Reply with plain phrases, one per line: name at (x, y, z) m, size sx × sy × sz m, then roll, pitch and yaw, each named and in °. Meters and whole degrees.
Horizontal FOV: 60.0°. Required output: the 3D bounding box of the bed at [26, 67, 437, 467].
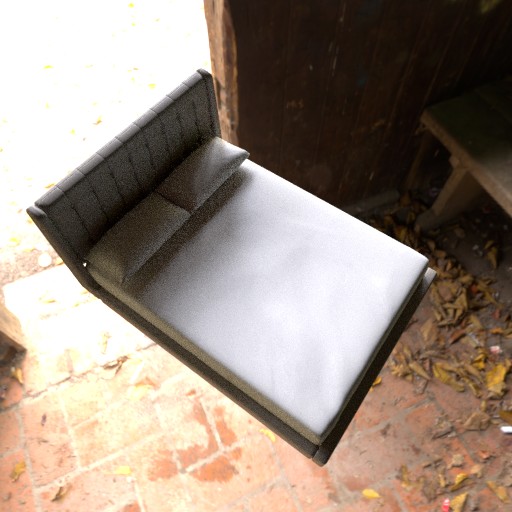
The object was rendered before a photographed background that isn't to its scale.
bed at (0.000, 0.000, 3.134) m, size 2.232 × 1.147 × 1.656 m, roll 32°, pitch 64°, yaw 17°
